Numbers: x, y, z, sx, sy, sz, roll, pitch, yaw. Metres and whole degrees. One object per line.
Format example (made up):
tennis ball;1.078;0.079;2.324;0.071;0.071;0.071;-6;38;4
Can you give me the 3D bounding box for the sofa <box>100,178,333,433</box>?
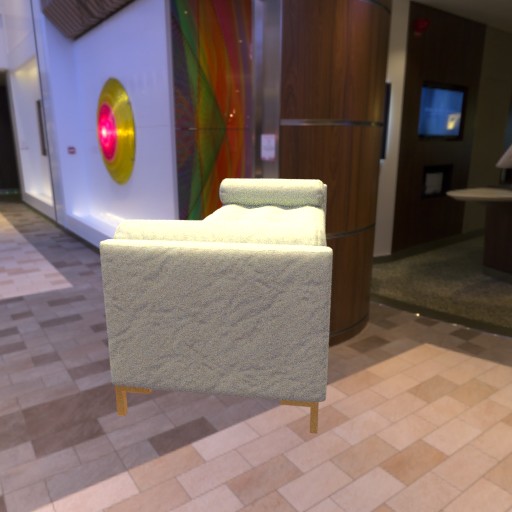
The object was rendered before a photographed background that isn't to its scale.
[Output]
sofa;0.000;0.000;2.481;0.796;0.705;2.102;2;15;8
